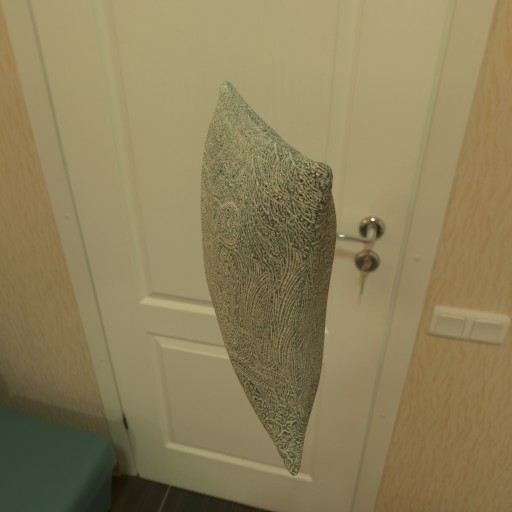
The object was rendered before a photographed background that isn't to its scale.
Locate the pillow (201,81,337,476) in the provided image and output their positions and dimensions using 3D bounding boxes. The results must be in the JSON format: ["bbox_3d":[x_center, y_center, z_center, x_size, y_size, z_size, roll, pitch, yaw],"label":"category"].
[{"bbox_3d":[0.000,0.000,0.786,0.166,0.507,0.526,-8,32,-13],"label":"pillow"}]
